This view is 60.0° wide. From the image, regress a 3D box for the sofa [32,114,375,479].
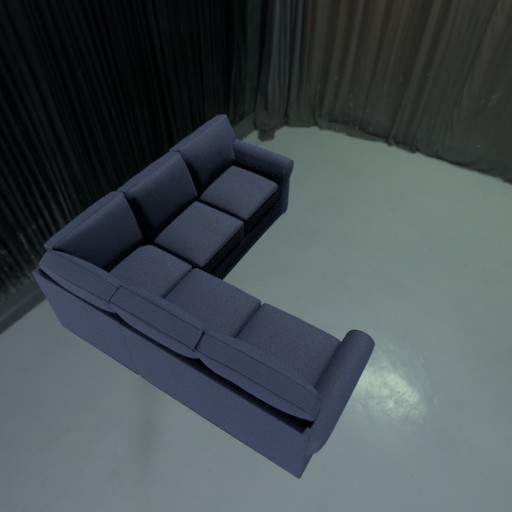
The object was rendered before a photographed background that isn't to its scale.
[{"bbox_3d":[0.000,0.000,3.905,2.487,1.042,2.562,25,52,21],"label":"sofa"}]
